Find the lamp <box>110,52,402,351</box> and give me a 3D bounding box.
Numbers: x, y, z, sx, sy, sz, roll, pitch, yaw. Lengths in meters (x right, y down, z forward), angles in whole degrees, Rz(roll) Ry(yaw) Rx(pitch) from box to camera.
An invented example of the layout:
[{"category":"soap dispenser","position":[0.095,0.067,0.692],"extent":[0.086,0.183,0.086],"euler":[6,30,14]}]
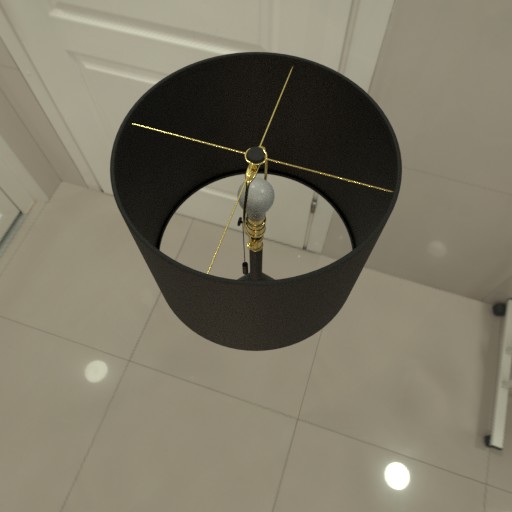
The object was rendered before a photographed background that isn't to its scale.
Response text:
[{"category":"lamp","position":[0.000,0.000,0.810],"extent":[0.359,0.584,0.359],"euler":[16,65,8]}]
